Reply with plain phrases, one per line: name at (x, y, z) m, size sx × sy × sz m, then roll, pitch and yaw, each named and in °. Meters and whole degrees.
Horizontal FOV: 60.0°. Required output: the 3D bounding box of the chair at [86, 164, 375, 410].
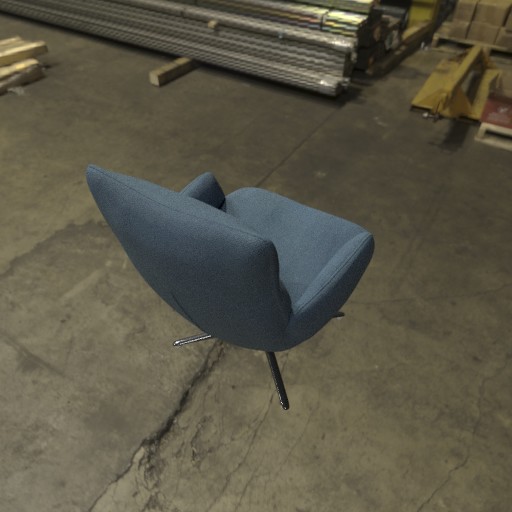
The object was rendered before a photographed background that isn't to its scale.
chair at (0.000, 0.000, 1.587) m, size 0.711 × 1.016 × 0.889 m, roll 24°, pitch 50°, yaw 22°
